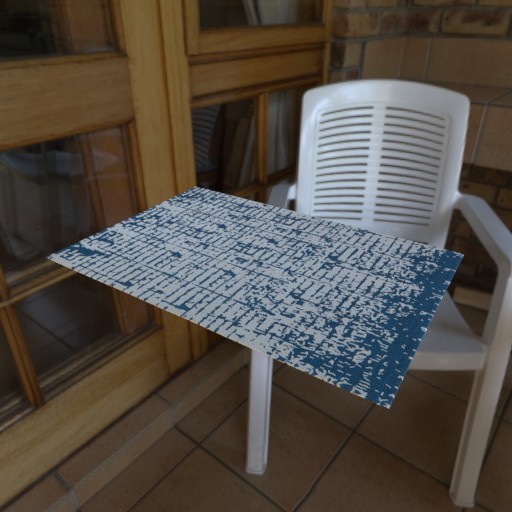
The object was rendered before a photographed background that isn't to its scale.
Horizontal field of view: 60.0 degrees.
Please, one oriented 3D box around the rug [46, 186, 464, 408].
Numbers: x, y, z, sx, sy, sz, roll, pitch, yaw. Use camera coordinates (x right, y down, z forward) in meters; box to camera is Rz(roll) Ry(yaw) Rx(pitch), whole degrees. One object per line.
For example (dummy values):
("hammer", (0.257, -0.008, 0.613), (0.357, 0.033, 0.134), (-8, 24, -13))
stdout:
("rug", (0.000, 0.000, 2.329), (1.828, 0.007, 1.220), (18, 34, 28))
